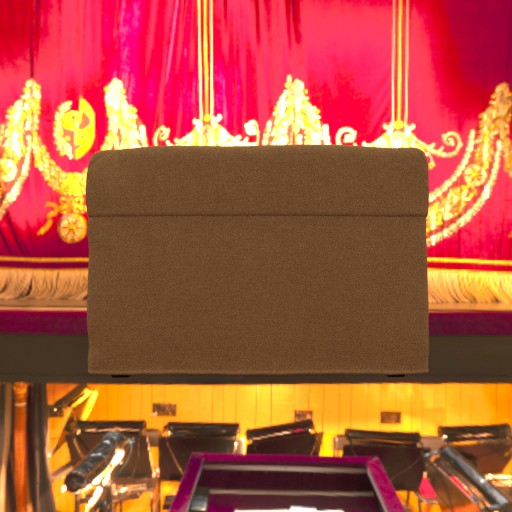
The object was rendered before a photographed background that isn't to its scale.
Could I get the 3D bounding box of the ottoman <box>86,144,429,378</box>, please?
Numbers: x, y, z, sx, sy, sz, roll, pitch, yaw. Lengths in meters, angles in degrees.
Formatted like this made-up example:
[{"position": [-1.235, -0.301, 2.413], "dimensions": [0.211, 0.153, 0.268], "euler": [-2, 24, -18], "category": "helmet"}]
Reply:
[{"position": [0.000, 0.000, 1.223], "dimensions": [0.650, 0.485, 0.833], "euler": [0, -1, 0], "category": "ottoman"}]
